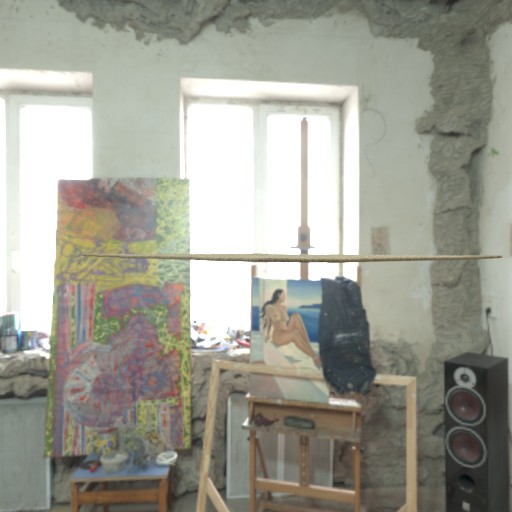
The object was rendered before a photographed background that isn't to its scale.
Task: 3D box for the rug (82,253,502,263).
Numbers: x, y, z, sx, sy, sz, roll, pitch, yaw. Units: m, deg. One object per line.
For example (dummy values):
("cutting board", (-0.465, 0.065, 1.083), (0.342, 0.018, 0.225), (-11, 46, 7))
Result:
("rug", (0.000, 0.000, 2.225), (1.211, 0.018, 1.822), (-1, 1, -36))
